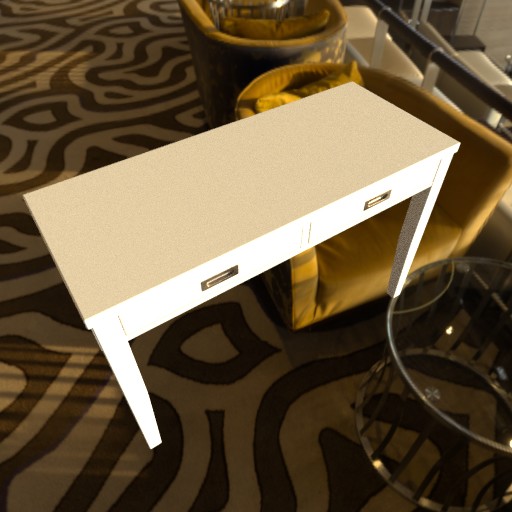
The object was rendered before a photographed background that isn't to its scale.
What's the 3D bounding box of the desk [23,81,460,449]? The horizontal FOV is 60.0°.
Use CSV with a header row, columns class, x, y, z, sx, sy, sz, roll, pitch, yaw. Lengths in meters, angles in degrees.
class,x,y,z,sx,sy,sz,roll,pitch,yaw
desk,0.000,0.000,1.596,1.220,0.775,0.508,-26,52,-22
